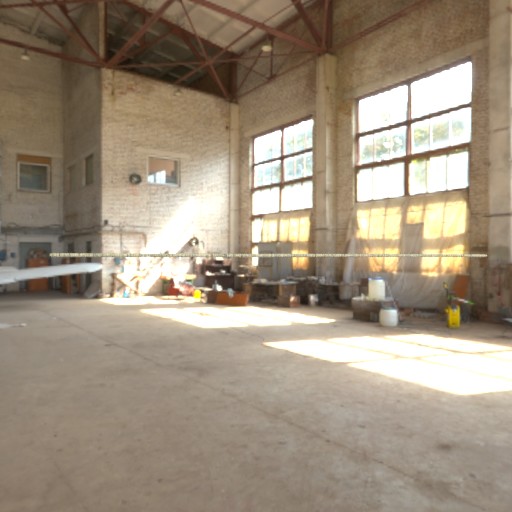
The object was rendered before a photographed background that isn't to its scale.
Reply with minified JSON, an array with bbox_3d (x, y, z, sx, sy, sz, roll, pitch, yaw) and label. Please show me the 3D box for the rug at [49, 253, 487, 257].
[{"bbox_3d":[0.000,0.000,2.340,1.846,0.014,1.243,0,0,-18],"label":"rug"}]
